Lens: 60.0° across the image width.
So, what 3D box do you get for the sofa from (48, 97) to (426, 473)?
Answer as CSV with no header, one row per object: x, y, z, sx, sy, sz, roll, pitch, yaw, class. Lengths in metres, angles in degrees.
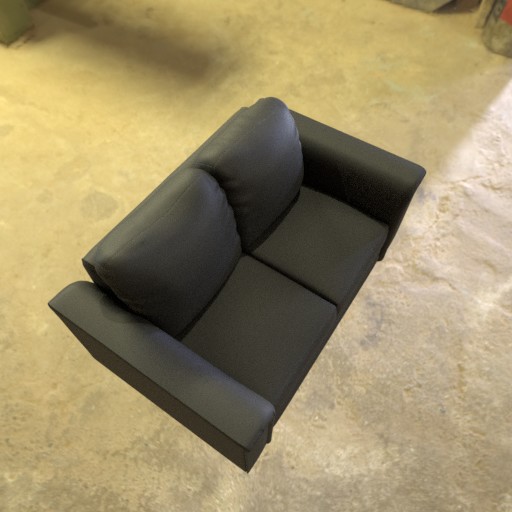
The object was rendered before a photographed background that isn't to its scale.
0.000,0.000,1.919,0.887,0.845,1.386,30,62,18,sofa
